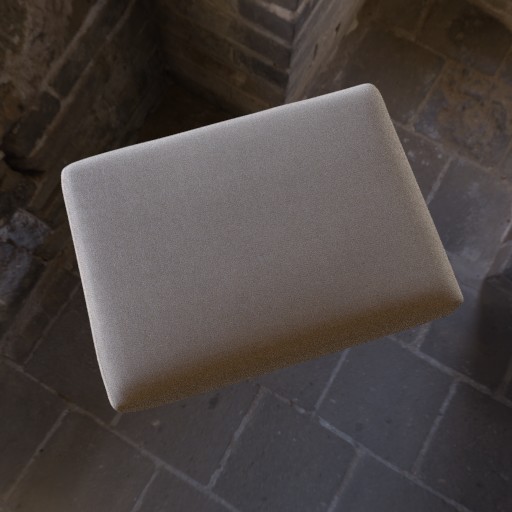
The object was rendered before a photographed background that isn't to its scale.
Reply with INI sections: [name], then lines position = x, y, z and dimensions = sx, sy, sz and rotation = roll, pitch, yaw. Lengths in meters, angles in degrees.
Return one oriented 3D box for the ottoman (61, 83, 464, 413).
[ottoman]
position = 0.000, 0.000, 1.142
dimensions = 0.773, 0.504, 0.569
rotation = -16, 77, -4
